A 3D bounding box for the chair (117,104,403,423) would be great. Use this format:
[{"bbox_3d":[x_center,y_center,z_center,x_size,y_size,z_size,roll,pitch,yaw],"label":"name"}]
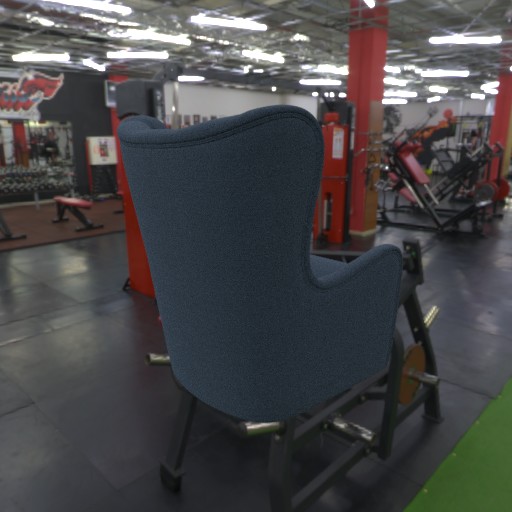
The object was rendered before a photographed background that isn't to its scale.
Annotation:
[{"bbox_3d":[0.000,0.000,1.766,0.930,1.079,0.831,-14,20,-42],"label":"chair"}]
